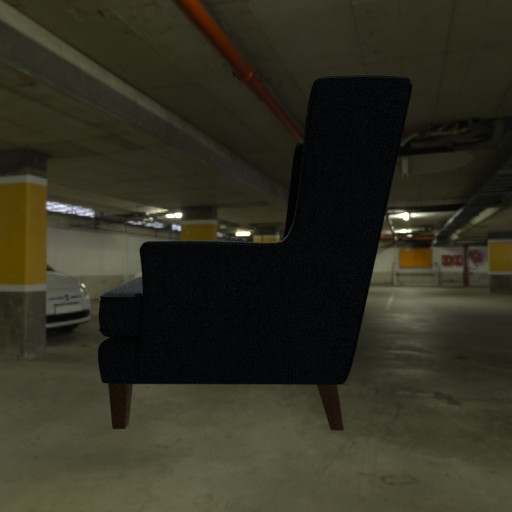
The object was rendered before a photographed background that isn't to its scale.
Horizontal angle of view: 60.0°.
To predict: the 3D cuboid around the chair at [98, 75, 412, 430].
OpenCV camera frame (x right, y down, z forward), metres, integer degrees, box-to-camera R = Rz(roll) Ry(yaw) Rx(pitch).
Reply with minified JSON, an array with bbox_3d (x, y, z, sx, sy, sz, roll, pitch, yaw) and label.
[{"bbox_3d":[0.000,0.000,1.691,0.947,1.072,0.764,0,-1,1],"label":"chair"}]
